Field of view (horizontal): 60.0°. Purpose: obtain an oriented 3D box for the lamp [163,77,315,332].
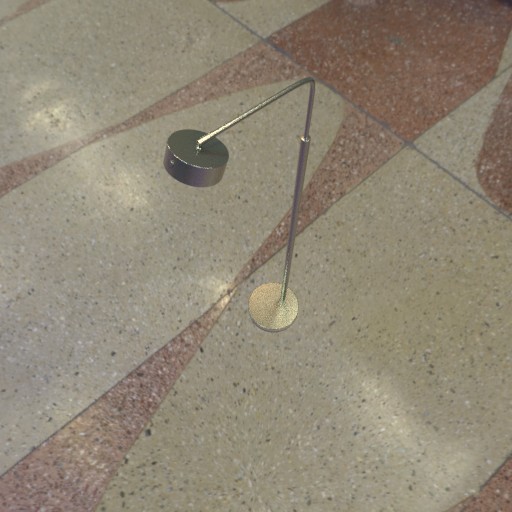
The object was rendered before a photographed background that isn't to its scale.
[{"bbox_3d":[0.000,0.000,1.405,0.421,1.250,0.222,-36,68,-17],"label":"lamp"}]
